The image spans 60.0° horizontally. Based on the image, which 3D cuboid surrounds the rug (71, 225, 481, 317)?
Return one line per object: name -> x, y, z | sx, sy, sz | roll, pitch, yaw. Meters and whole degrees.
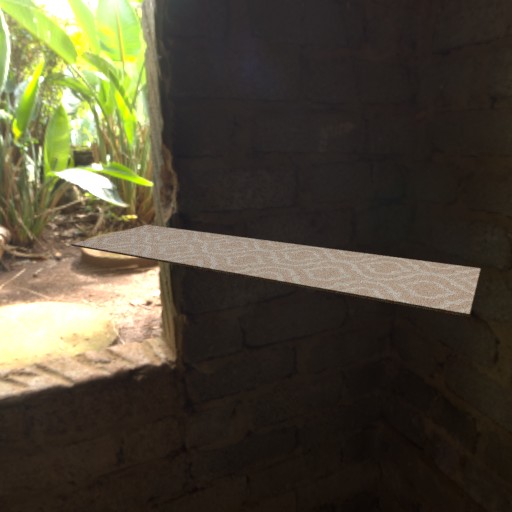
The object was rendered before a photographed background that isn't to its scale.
rug -> 0.000, 0.000, 2.543 | 2.289, 0.013, 0.691 | 9, 18, 28
